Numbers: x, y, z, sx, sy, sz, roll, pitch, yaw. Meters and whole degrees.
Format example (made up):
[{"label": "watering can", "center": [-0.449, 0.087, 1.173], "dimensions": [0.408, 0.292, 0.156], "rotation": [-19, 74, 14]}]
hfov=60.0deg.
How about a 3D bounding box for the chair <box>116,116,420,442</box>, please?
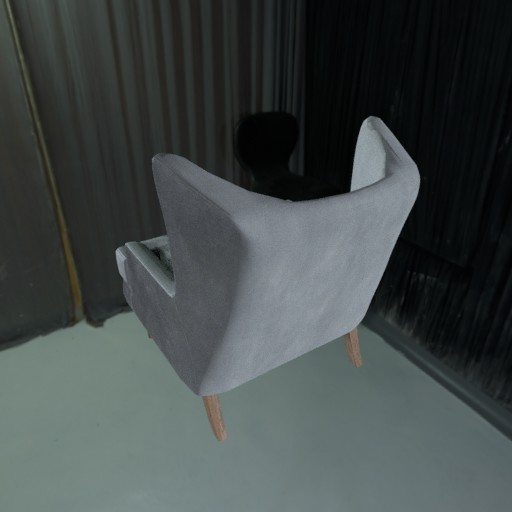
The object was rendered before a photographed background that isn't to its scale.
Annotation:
[{"label": "chair", "center": [0.000, 0.000, 1.608], "dimensions": [0.784, 0.950, 0.906], "rotation": [-18, 34, -29]}]
